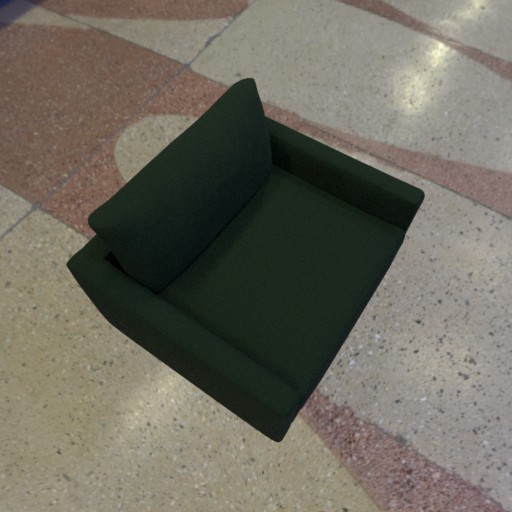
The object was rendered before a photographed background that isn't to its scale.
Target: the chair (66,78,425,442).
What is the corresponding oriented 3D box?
[{"bbox_3d":[0.000,0.000,1.654,0.866,0.861,0.963,30,64,17],"label":"chair"}]
